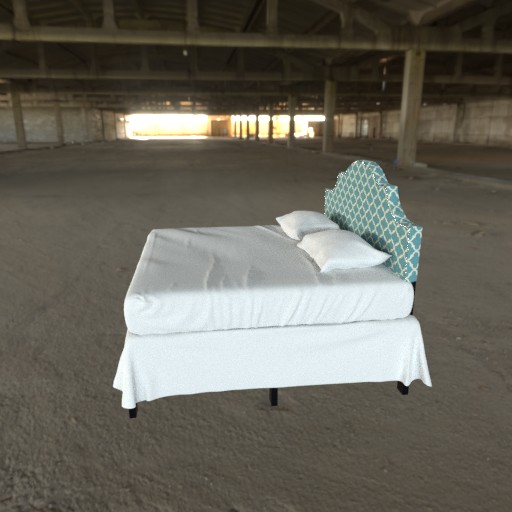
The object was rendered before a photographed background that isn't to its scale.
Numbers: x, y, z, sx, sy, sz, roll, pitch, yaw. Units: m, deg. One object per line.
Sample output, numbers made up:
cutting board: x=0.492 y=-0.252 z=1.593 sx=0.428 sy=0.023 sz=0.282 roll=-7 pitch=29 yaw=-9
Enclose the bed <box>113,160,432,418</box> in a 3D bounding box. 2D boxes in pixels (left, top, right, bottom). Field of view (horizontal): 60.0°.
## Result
bed: x=0.000 y=0.000 z=3.829 sx=2.222 sy=1.601 sz=2.314 roll=-2 pitch=16 yaw=-8
